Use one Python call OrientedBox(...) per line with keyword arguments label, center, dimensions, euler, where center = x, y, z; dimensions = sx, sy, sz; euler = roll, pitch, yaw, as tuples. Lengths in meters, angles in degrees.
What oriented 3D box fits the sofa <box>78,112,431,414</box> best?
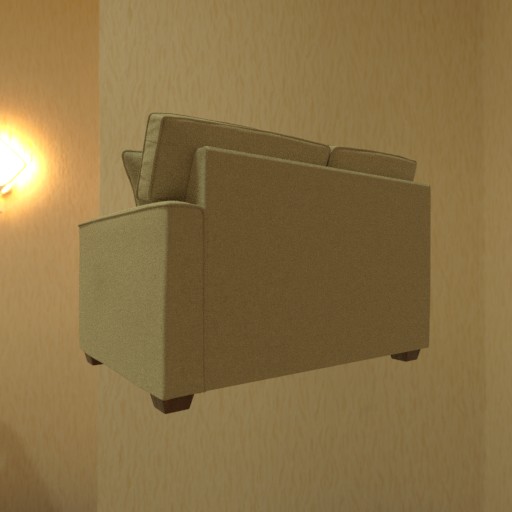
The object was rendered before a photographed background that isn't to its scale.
OrientedBox(label="sofa", center=(0.000, 0.000, 2.095), dimensions=(1.388, 0.989, 0.991), euler=(0, -1, -36))
